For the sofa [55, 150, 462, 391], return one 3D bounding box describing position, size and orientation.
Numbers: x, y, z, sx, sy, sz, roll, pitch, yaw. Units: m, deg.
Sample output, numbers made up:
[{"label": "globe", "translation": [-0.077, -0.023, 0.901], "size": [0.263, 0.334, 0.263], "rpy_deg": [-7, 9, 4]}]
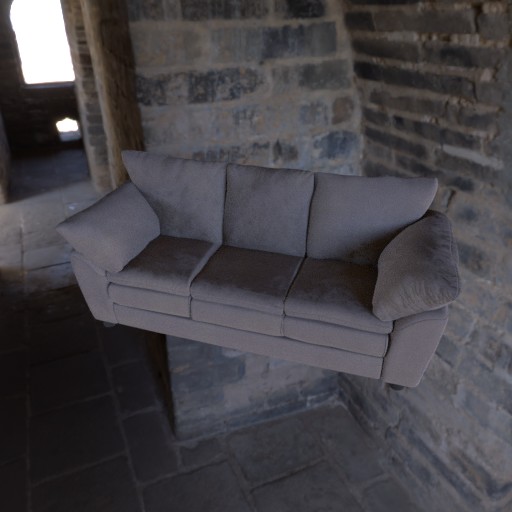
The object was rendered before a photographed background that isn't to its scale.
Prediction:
[{"label": "sofa", "translation": [0.000, 0.000, 2.853], "size": [2.336, 1.073, 0.878], "rpy_deg": [9, 29, 16]}]
